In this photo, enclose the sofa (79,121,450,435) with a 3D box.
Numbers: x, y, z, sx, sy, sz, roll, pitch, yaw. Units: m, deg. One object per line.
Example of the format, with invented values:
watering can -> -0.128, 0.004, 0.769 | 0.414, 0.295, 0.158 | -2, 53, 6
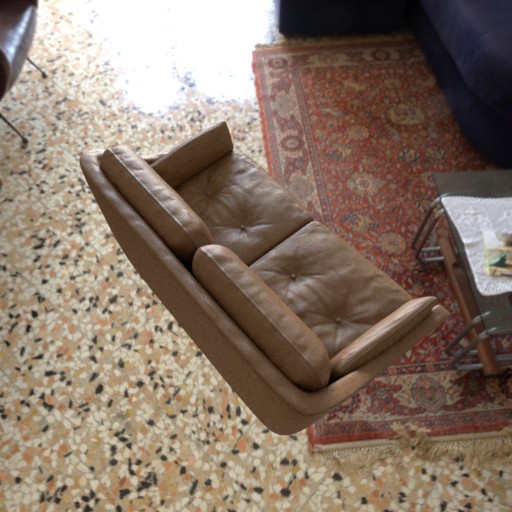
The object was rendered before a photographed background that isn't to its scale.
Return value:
sofa -> 0.000, 0.000, 2.314 | 0.981, 0.886, 1.731 | -35, 64, -21
